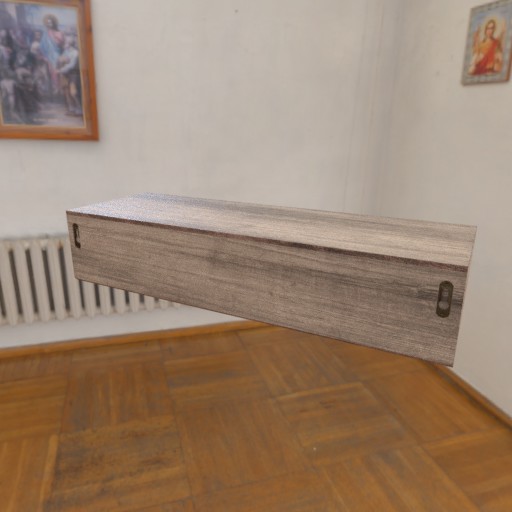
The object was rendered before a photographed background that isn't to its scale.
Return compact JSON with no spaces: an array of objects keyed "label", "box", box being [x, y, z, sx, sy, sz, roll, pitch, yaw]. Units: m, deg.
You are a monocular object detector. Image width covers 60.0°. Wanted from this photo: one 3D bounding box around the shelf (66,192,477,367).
[{"label":"shelf","box":[0.000,0.000,0.704,0.610,0.125,0.200,9,20,26]}]
